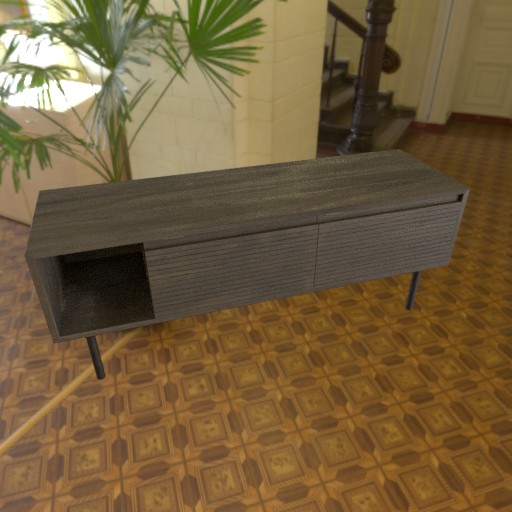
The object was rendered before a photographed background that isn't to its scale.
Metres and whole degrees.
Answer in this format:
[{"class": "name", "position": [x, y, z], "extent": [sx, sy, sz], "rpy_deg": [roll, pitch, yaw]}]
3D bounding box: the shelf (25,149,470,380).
[{"class": "shelf", "position": [0.000, 0.000, 1.526], "extent": [1.300, 0.495, 0.400], "rpy_deg": [-10, 34, -15]}]
